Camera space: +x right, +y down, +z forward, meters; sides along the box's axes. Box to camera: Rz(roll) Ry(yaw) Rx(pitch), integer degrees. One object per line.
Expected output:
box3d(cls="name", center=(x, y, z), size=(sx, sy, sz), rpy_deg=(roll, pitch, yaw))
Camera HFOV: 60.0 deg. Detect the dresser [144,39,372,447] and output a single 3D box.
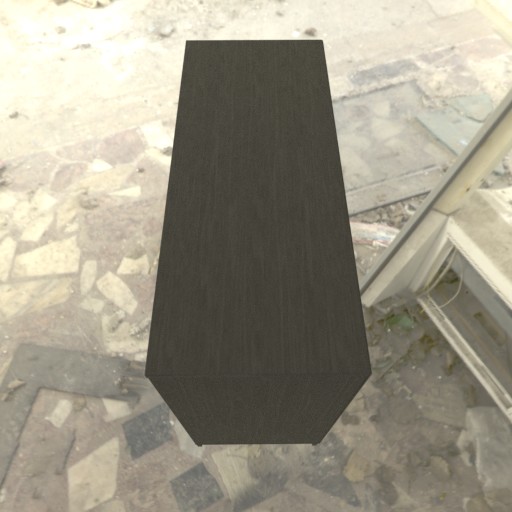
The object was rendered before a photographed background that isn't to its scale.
box3d(cls="dresser", center=(0.000, 0.000, 1.392), size=(0.404, 0.816, 0.994), rpy_deg=(0, 58, 0))
